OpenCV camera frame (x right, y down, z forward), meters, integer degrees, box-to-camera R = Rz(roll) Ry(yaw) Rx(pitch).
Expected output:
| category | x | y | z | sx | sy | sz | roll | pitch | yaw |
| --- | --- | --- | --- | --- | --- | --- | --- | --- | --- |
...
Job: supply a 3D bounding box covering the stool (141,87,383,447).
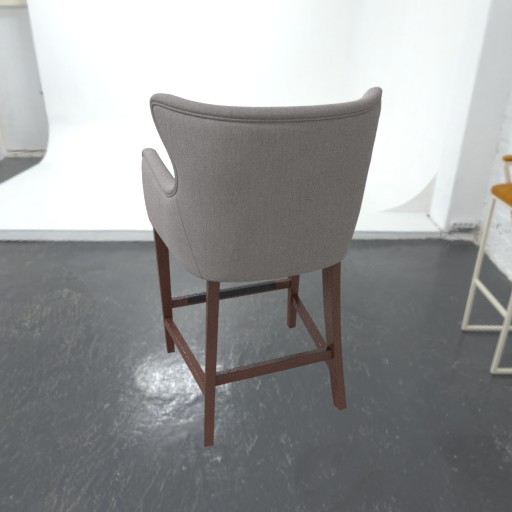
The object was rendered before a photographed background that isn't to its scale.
| category | x | y | z | sx | sy | sz | roll | pitch | yaw |
| --- | --- | --- | --- | --- | --- | --- | --- | --- | --- |
| stool | 0.000 | 0.000 | 1.321 | 0.575 | 0.951 | 0.575 | -8 | 26 | -17 |
